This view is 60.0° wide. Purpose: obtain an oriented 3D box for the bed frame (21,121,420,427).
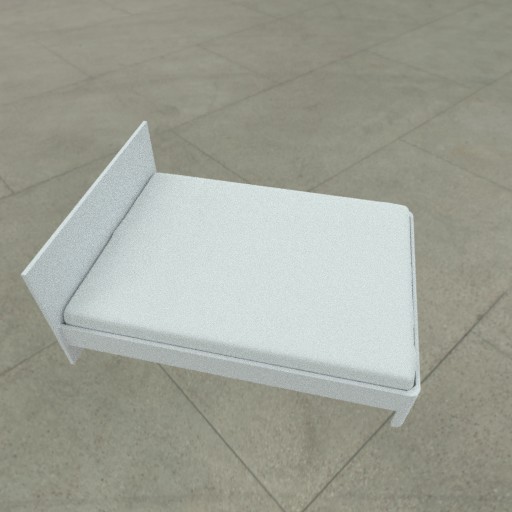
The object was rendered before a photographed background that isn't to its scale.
[{"bbox_3d":[0.000,0.000,2.745,1.950,0.800,1.490,9,46,9],"label":"bed frame"}]
